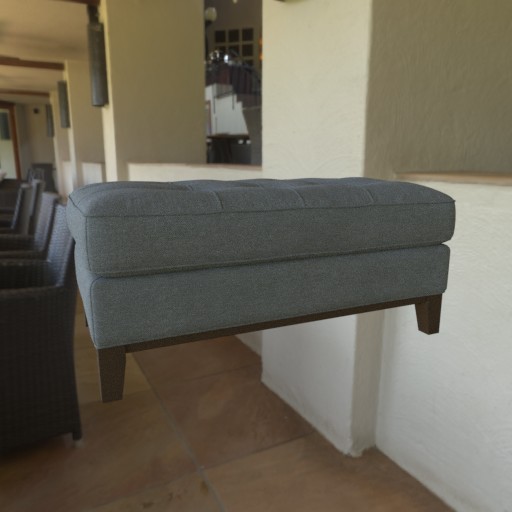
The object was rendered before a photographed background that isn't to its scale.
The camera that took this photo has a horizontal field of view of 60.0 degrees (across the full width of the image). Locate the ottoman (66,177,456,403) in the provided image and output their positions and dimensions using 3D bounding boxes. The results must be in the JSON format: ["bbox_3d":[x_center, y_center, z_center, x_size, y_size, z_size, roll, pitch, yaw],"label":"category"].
[{"bbox_3d":[0.000,0.000,1.496,1.143,0.514,0.648,-5,13,-24],"label":"ottoman"}]
